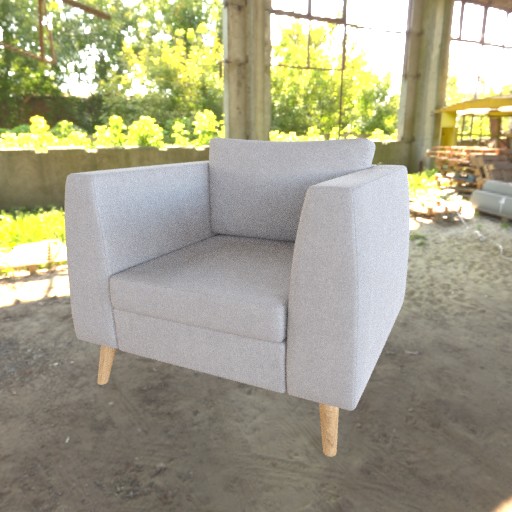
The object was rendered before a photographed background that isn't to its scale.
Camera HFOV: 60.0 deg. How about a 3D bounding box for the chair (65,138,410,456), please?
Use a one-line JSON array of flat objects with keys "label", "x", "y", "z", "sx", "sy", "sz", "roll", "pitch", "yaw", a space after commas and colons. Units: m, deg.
[{"label": "chair", "x": 0.000, "y": 0.000, "z": 1.675, "sx": 1.000, "sy": 0.860, "sz": 0.930, "roll": 7, "pitch": 17, "yaw": 25}]
